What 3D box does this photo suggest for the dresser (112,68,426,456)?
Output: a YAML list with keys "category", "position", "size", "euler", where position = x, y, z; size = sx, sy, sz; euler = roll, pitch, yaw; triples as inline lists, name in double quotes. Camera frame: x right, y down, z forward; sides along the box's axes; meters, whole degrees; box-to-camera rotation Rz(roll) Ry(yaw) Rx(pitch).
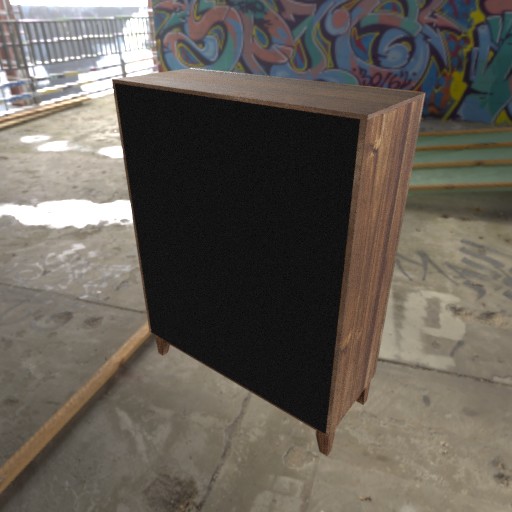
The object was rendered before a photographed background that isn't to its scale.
- category: "dresser"
  position: [0.000, 0.000, 1.913]
  size: [1.062, 1.393, 0.442]
  euler: [21, 35, 32]
